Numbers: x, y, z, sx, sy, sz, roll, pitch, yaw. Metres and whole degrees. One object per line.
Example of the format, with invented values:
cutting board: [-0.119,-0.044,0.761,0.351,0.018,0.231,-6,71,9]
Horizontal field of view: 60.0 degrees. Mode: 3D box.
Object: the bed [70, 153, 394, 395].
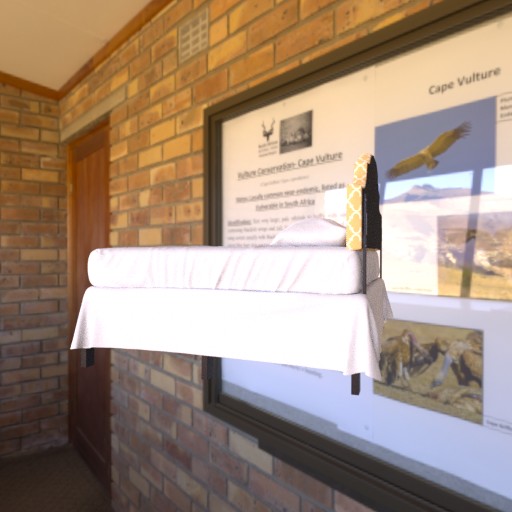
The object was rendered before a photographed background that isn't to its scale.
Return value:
bed: [0.000,0.000,3.837,2.222,1.601,2.314,0,1,19]
